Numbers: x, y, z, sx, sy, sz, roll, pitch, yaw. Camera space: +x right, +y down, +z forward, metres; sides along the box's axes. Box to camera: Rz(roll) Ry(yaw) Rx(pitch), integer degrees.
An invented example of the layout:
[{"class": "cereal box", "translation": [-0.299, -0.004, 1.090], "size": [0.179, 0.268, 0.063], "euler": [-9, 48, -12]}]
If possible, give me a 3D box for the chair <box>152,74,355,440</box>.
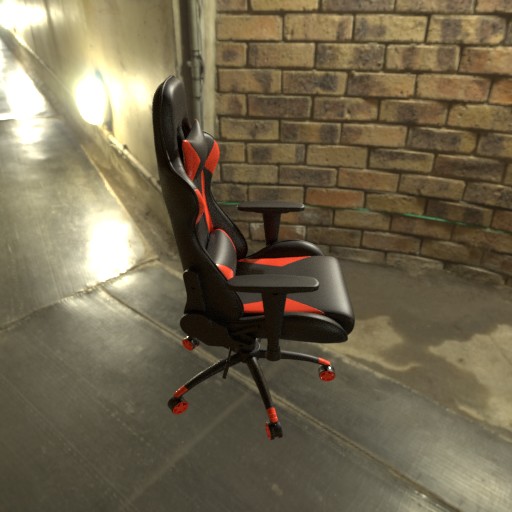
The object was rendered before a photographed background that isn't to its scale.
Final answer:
[{"class": "chair", "translation": [0.000, 0.000, 1.695], "size": [0.730, 1.282, 0.695], "euler": [0, 31, 1]}]
